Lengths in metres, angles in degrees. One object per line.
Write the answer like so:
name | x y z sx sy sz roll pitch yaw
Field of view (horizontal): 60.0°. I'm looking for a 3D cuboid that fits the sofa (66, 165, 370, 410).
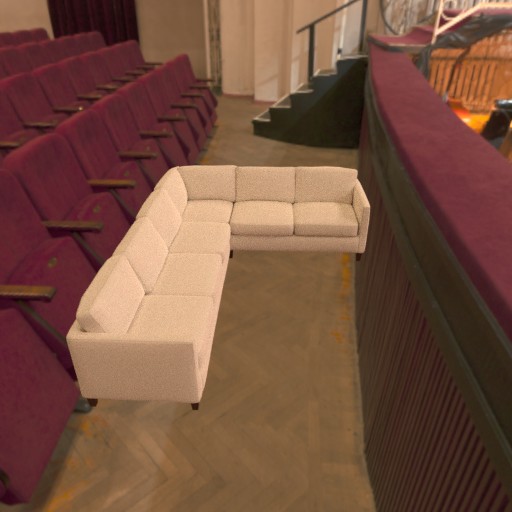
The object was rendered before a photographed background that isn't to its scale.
sofa | 0.000 0.000 4.556 2.593 0.947 3.302 1 30 2
